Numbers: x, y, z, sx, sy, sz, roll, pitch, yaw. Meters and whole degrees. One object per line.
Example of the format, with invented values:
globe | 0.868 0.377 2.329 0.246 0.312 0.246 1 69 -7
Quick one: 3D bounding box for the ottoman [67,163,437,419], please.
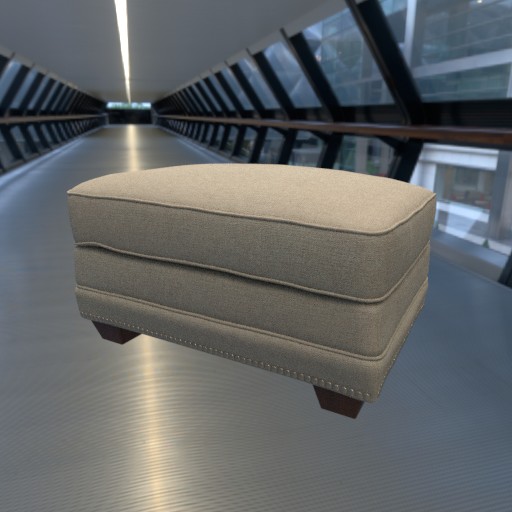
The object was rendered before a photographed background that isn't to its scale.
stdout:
ottoman | 0.000 0.000 1.165 0.813 0.458 0.559 9 19 28
